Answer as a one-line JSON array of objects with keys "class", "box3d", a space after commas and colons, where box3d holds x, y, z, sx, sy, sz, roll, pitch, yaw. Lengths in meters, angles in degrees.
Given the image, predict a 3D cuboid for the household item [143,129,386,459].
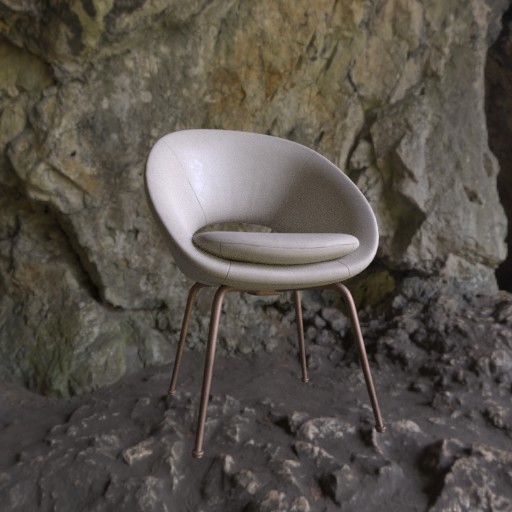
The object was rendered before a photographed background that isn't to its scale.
[{"class": "household item", "box3d": [0.000, 0.000, 1.260, 0.623, 0.852, 0.573, 0, 0, -18]}]
